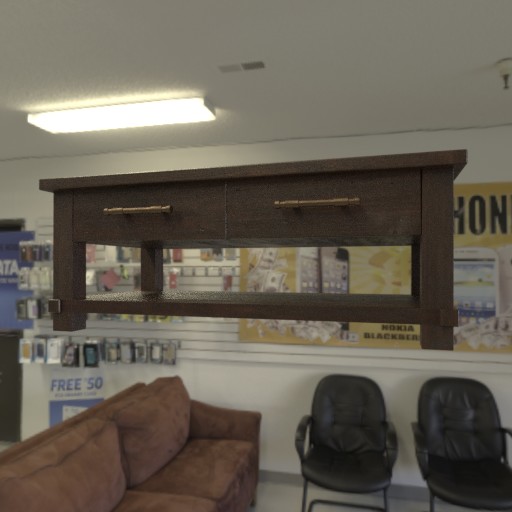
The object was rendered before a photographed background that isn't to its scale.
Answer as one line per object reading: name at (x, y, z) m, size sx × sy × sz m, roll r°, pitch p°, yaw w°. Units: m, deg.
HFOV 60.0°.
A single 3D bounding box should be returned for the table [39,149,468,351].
table at (0.000, 0.000, 1.567) m, size 1.270 × 0.494 × 0.700 m, roll 0°, pitch -2°, yaw 17°
